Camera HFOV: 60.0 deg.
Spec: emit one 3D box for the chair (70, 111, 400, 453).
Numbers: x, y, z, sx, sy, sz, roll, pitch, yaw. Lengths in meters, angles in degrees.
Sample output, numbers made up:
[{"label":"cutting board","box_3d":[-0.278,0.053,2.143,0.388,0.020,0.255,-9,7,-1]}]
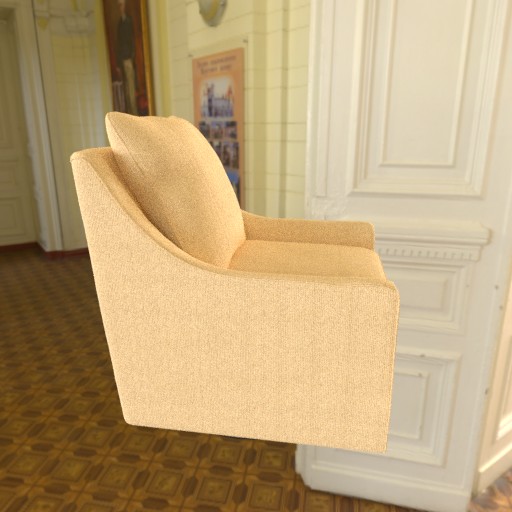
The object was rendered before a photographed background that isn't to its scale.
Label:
[{"label":"chair","box_3d":[0.000,0.000,1.512,0.876,0.927,0.760,3,17,9]}]
